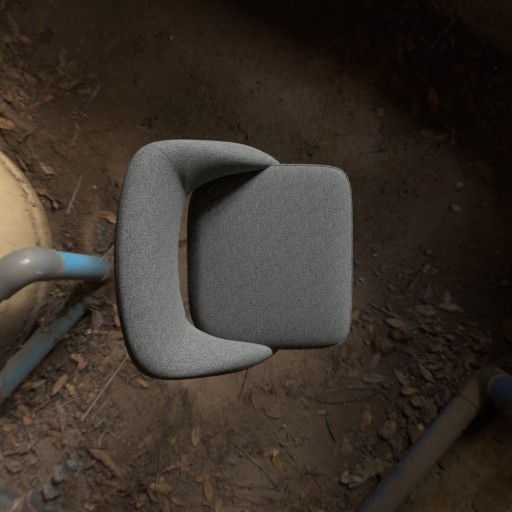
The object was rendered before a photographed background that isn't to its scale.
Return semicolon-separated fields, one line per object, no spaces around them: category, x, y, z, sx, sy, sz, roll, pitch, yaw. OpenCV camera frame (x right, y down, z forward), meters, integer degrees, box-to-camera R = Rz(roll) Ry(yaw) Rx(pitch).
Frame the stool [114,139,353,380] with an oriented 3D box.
stool;0.000;0.000;1.254;0.524;0.925;0.536;0;91;0
